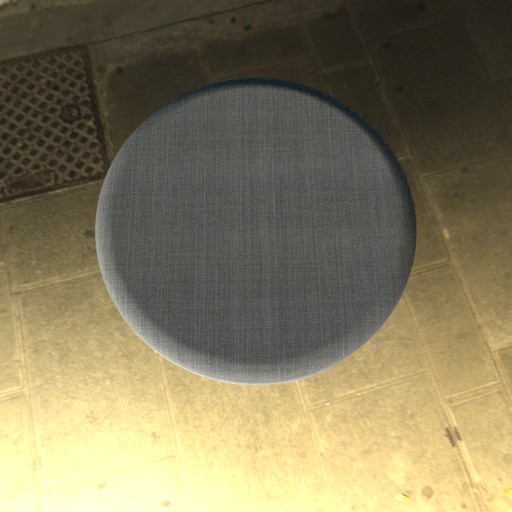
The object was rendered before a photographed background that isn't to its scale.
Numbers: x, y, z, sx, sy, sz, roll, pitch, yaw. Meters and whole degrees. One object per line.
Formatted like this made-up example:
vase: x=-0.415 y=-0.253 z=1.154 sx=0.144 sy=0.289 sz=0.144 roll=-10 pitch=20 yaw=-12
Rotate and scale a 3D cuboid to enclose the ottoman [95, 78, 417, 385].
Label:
ottoman: x=0.000 y=0.000 z=0.731 sx=0.400 sy=0.406 sz=0.400 roll=0 pitch=75 yaw=0
